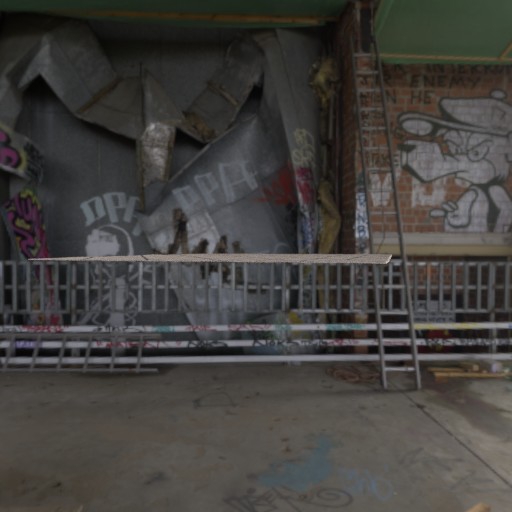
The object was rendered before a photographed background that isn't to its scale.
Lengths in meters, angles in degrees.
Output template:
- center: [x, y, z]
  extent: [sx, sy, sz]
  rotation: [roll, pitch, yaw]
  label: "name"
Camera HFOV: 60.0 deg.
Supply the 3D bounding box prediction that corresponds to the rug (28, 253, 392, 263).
- center: [0.000, 0.000, 4.233]
  extent: [2.468, 0.022, 3.061]
  rotation: [0, 1, 17]
  label: "rug"
